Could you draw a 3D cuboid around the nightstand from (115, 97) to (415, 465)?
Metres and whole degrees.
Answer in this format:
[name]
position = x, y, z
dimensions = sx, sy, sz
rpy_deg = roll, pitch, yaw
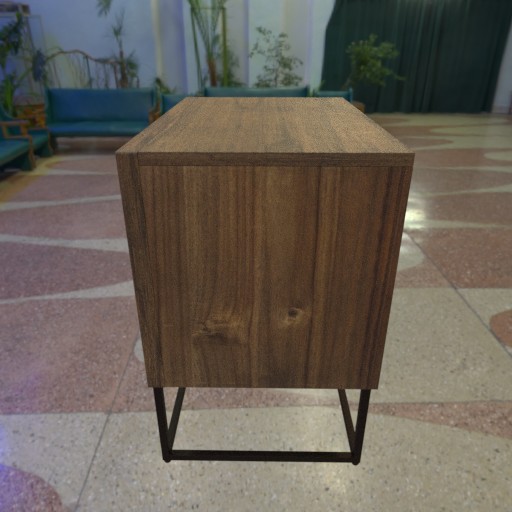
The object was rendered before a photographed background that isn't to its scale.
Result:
[nightstand]
position = 0.000, 0.000, 1.001
dimensions = 0.437, 0.610, 0.610
rpy_deg = 0, 26, 1
